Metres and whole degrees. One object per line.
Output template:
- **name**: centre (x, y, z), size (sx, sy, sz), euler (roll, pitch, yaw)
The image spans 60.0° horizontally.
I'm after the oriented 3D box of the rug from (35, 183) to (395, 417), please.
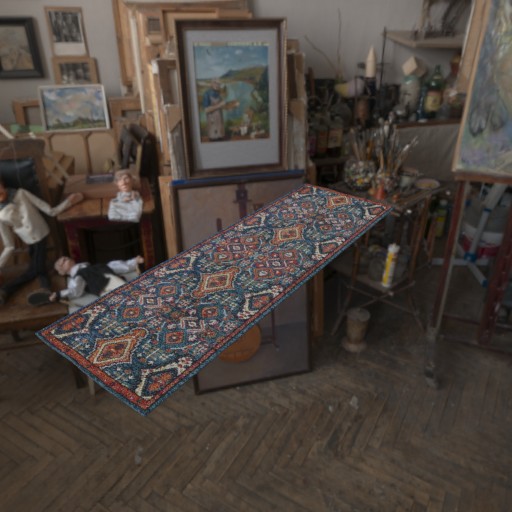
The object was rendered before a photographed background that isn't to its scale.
- **rug**: centre (0.000, 0.000, 2.752), size (0.801, 0.010, 2.459), euler (22, 37, 32)
